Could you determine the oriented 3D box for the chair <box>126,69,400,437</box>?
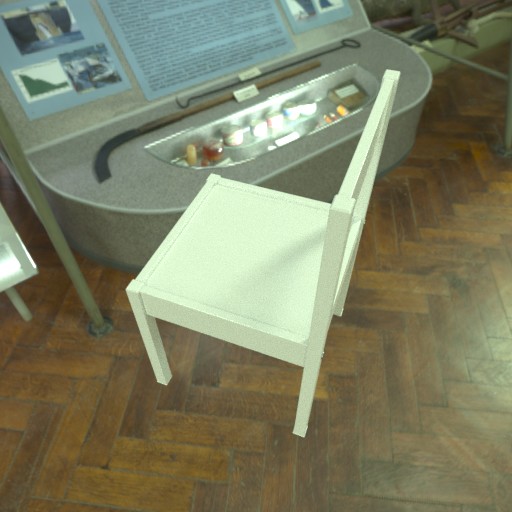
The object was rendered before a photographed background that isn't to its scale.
[{"bbox_3d":[0.000,0.000,0.685,0.285,0.505,0.285,16,49,14],"label":"chair"}]
